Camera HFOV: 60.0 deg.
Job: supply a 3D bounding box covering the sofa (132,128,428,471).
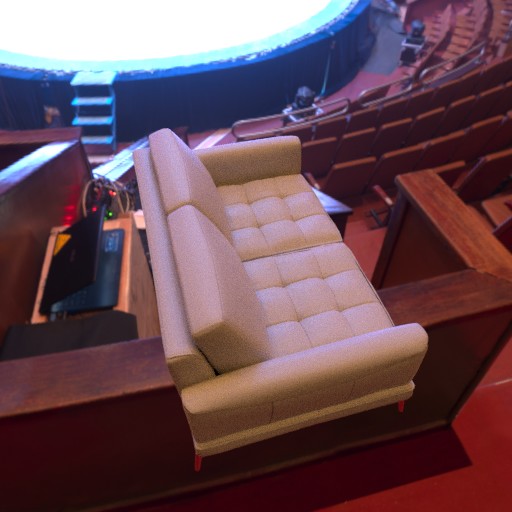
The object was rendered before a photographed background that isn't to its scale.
[{"bbox_3d":[0.000,0.000,2.479,1.121,0.930,1.819,-12,47,-11],"label":"sofa"}]
